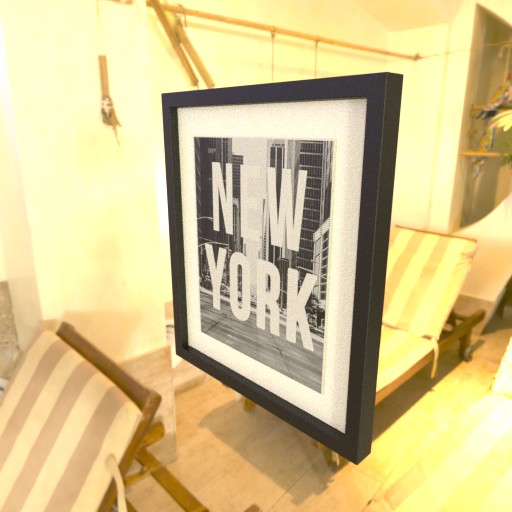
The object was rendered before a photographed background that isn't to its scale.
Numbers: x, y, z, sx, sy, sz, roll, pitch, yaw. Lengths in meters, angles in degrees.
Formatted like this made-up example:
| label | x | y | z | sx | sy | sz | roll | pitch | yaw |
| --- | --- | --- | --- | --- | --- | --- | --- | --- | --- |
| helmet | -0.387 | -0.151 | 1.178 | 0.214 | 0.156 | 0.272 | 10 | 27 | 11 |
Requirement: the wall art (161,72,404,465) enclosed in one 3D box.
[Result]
| label | x | y | z | sx | sy | sz | roll | pitch | yaw |
| --- | --- | --- | --- | --- | --- | --- | --- | --- | --- |
| wall art | 0.000 | 0.000 | 0.529 | 0.028 | 0.381 | 0.328 | -15 | 22 | -42 |
